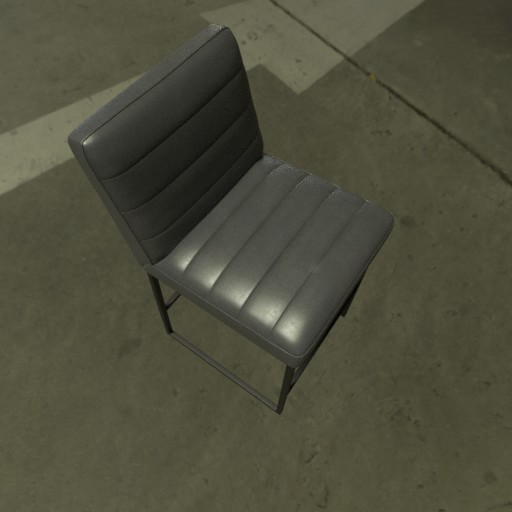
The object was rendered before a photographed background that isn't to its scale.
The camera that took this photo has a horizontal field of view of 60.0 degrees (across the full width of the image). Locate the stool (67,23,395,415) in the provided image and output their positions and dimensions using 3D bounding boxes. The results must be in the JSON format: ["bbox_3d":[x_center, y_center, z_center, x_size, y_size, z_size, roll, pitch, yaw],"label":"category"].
[{"bbox_3d":[0.000,0.000,1.205,0.552,0.938,0.457,31,64,17],"label":"stool"}]
